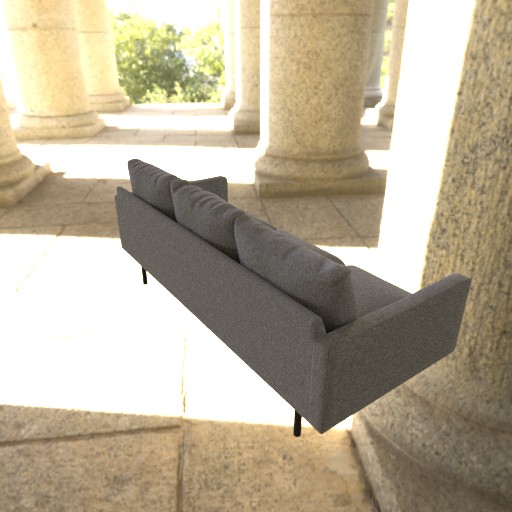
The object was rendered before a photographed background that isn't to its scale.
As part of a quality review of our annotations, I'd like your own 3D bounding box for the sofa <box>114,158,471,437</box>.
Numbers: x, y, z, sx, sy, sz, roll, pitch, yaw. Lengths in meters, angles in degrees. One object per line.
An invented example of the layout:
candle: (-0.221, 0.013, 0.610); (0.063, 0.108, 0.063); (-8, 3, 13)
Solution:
sofa: (0.000, 0.000, 2.436); (0.850, 0.830, 2.000); (-17, 30, -32)
